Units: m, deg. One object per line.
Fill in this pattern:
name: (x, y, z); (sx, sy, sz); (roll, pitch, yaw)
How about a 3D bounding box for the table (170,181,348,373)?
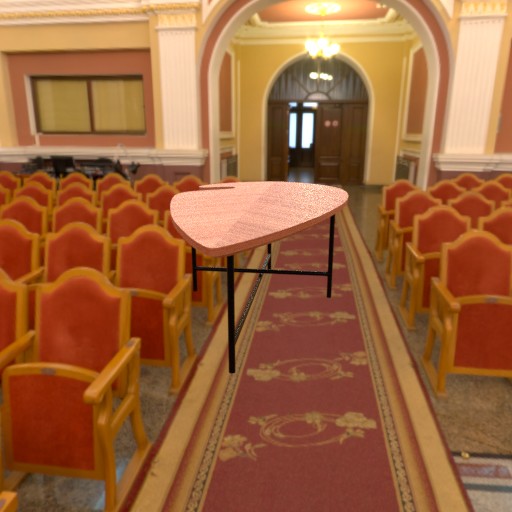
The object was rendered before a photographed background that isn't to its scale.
table: (0.000, 0.000, 1.454); (0.598, 0.360, 1.199); (2, 16, 8)
